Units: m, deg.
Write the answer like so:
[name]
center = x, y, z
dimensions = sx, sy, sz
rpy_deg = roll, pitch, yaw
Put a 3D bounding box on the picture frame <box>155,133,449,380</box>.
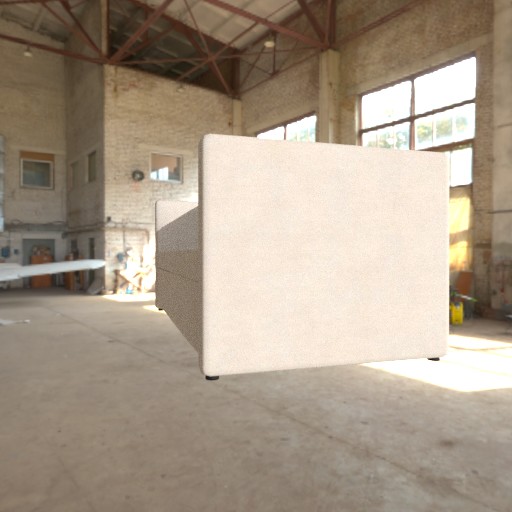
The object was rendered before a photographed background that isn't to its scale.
[picture frame]
center = 0.000, 0.000, 2.754
dimensions = 1.069, 0.891, 2.161
rpy_deg = 0, 0, -17
